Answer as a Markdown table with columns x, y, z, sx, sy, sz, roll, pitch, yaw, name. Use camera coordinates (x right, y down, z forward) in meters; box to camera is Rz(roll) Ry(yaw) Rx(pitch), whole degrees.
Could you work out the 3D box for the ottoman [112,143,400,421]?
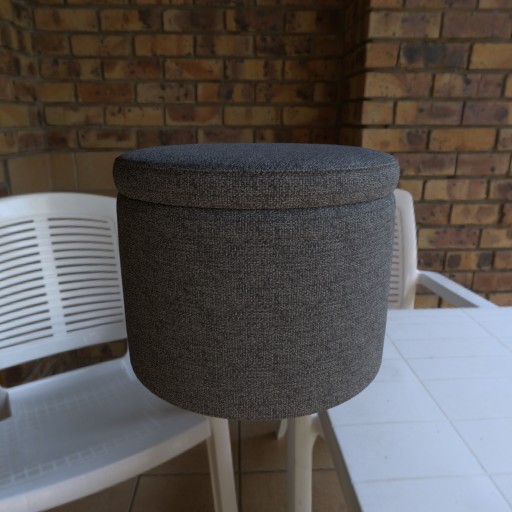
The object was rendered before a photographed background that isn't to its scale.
| x | y | z | sx | sy | sz | roll | pitch | yaw | name |
| --- | --- | --- | --- | --- | --- | --- | --- | --- | --- |
| 0.000 | 0.000 | 0.886 | 0.520 | 0.430 | 0.520 | 0 | 17 | 0 | ottoman |
